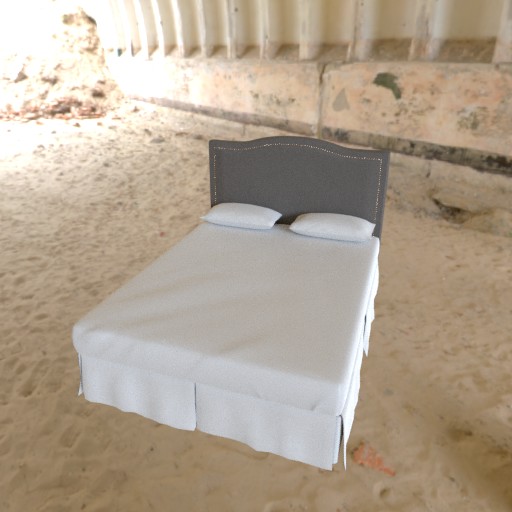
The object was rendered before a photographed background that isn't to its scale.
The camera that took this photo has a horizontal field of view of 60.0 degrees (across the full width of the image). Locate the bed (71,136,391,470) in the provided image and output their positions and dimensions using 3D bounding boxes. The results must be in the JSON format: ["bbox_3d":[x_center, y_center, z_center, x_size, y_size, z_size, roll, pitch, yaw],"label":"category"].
[{"bbox_3d":[0.000,0.000,3.393,1.821,1.436,2.282,8,26,17],"label":"bed"}]
